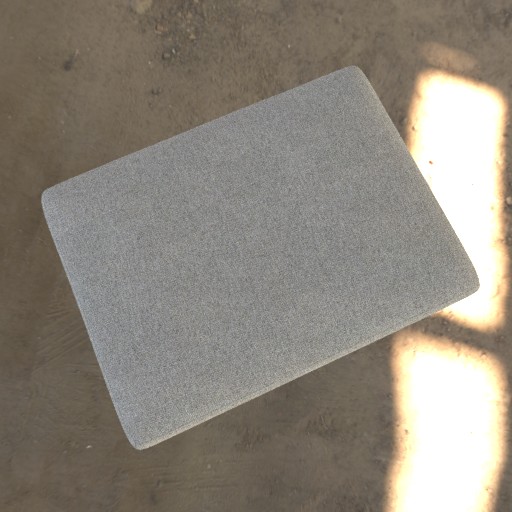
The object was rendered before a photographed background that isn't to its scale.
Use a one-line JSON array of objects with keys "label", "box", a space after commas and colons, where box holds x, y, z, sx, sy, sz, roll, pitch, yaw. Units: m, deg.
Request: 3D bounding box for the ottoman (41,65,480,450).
[{"label": "ottoman", "box": [0.000, 0.000, 1.137, 0.821, 0.441, 0.611, -24, 78, -5]}]
